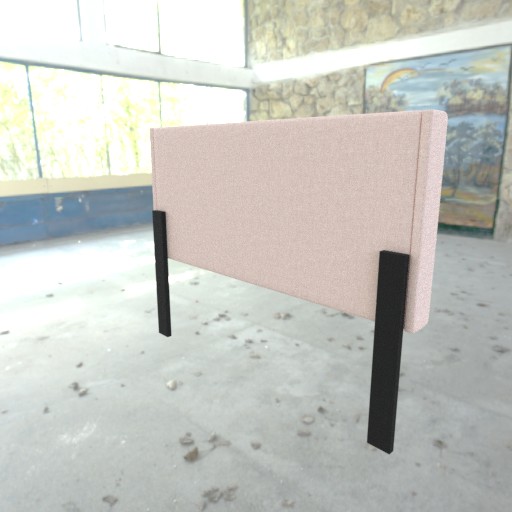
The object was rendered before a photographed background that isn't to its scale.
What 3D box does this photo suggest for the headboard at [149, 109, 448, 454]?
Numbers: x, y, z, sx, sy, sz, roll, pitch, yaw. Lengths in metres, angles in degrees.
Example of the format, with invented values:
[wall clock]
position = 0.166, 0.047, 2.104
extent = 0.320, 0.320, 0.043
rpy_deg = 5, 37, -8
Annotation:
[headboard]
position = 0.000, 0.000, 2.620
extent = 0.184, 1.524, 2.051
rpy_deg = -13, 19, -43
